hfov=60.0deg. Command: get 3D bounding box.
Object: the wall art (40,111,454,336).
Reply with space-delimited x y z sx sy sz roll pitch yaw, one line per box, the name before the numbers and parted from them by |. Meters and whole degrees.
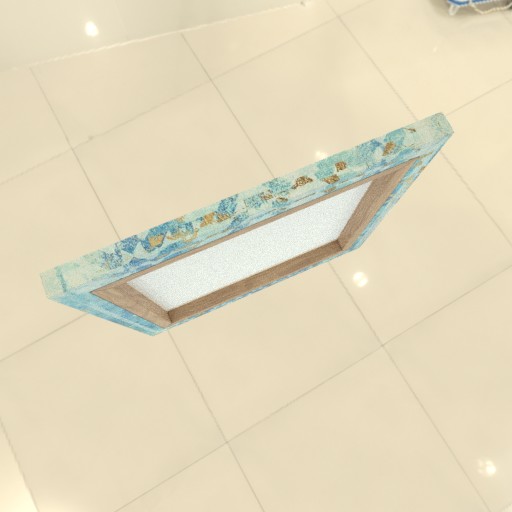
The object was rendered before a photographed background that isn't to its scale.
wall art | 0.000 0.000 0.906 0.609 0.609 0.040 -23 76 -6
